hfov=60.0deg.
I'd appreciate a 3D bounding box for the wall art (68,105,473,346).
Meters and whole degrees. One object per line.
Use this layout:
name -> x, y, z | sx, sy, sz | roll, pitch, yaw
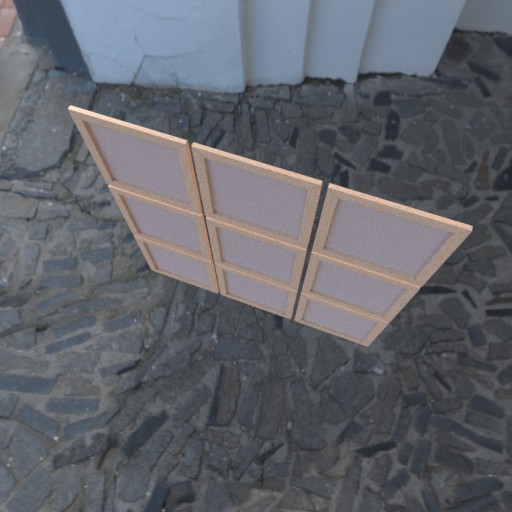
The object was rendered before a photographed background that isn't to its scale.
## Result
wall art -> 0.000, 0.000, 1.802 | 1.217, 1.207, 0.016 | 19, 66, 9
